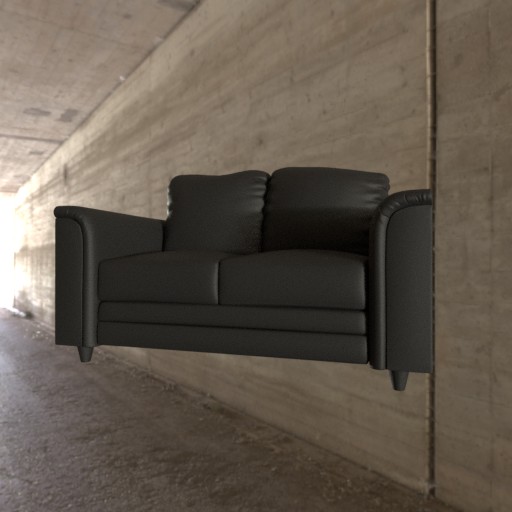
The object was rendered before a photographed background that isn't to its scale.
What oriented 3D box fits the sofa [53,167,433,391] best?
[{"bbox_3d":[0.000,0.000,1.930,1.386,0.845,0.887,0,0,18],"label":"sofa"}]
